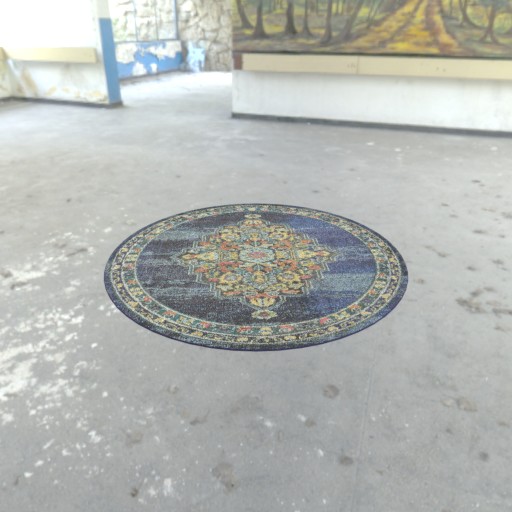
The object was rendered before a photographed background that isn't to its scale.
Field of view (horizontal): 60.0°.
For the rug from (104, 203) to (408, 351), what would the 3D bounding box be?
[{"bbox_3d":[0.000,0.000,3.629,2.386,0.014,2.386,0,28,0],"label":"rug"}]
